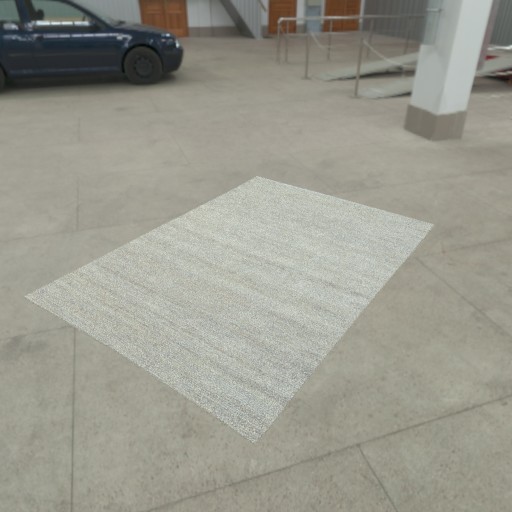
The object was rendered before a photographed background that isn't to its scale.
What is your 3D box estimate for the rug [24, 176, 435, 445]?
[{"bbox_3d":[0.000,0.000,2.888,1.624,0.030,2.264,21,37,30],"label":"rug"}]
